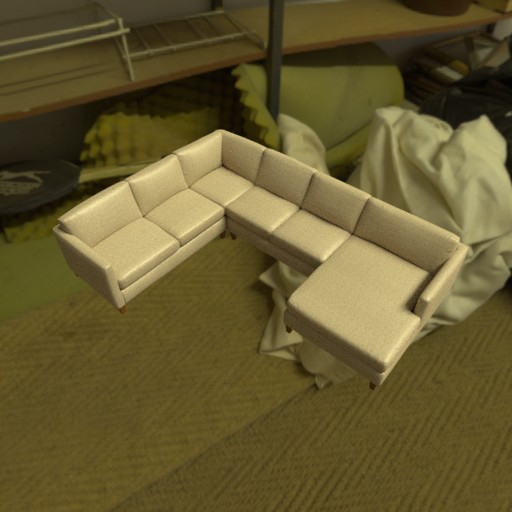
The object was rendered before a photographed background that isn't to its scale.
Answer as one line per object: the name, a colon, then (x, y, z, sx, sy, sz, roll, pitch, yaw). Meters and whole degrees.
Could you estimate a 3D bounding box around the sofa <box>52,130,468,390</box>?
sofa: (0.000, 0.000, 4.688, 3.460, 0.961, 2.594, 31, 53, 27)
